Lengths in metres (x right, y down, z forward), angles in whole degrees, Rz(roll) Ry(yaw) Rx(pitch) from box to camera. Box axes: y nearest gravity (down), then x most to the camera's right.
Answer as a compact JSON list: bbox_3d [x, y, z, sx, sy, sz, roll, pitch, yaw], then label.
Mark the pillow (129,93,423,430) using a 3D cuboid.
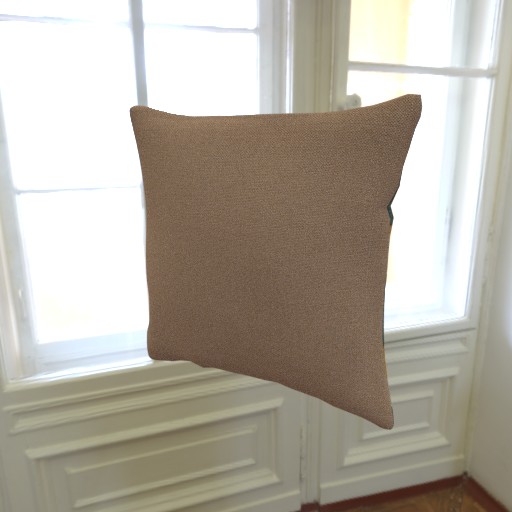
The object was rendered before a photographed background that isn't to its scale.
[{"bbox_3d":[0.000,0.000,0.722,0.478,0.479,0.158,8,17,27],"label":"pillow"}]
